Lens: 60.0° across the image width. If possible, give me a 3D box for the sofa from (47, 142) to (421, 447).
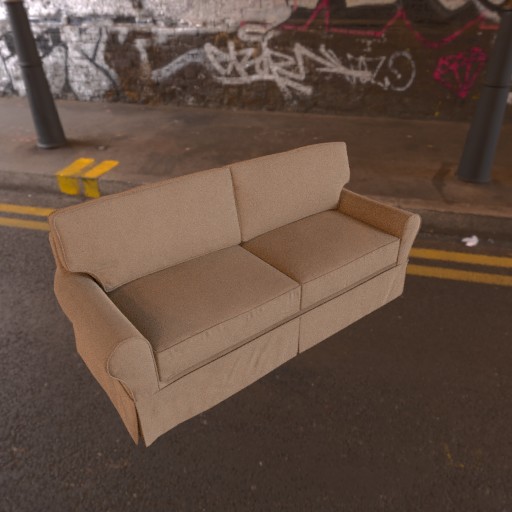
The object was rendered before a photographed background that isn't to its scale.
[{"bbox_3d":[0.000,0.000,2.752,2.246,1.014,0.900,-22,36,-32],"label":"sofa"}]
